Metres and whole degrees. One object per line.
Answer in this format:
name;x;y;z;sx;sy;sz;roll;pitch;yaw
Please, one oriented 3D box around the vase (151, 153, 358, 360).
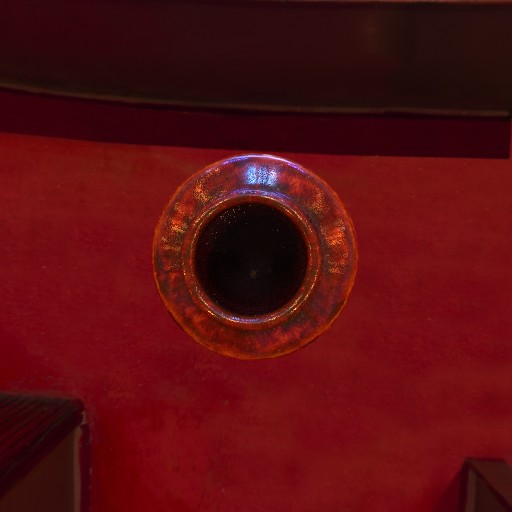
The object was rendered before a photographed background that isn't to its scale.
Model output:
vase;0.000;0.000;0.269;0.108;0.204;0.108;0;91;1
